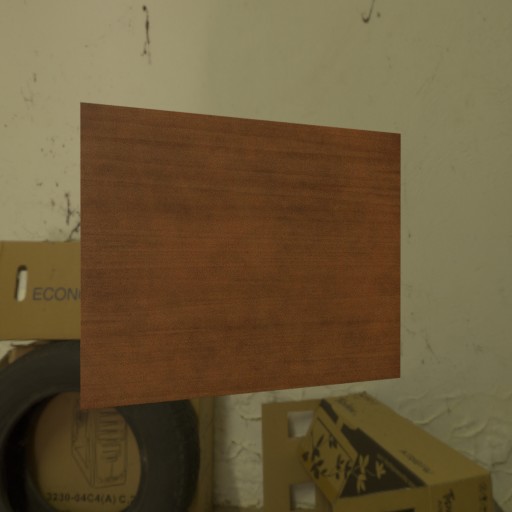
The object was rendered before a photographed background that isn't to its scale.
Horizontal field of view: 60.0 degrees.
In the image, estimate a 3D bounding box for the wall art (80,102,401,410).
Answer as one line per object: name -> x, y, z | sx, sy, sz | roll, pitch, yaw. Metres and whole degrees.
wall art -> 0.000, 0.000, 0.759 | 0.558, 0.457, 0.033 | 0, 0, -18
